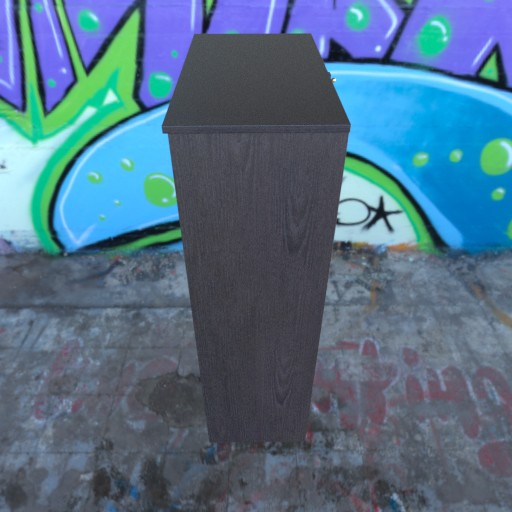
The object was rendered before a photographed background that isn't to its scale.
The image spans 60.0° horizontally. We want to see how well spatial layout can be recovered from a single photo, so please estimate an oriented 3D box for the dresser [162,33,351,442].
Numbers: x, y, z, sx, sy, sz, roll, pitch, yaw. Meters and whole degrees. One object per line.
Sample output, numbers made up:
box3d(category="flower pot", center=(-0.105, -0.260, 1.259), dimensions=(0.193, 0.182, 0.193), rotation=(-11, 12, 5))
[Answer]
box3d(category="dresser", center=(0.000, 0.000, 1.539), dimensions=(0.418, 1.254, 0.704), rotation=(-1, 40, -1))
